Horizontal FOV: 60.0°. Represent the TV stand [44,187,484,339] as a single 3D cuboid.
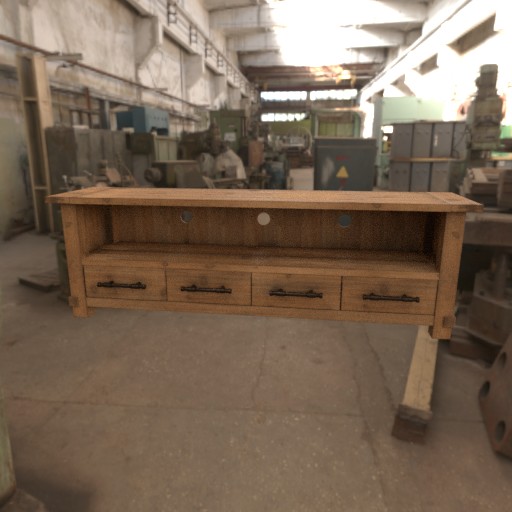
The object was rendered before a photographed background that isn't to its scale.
[{"bbox_3d":[0.000,0.000,2.072,1.804,0.573,0.453,2,15,8],"label":"TV stand"}]
